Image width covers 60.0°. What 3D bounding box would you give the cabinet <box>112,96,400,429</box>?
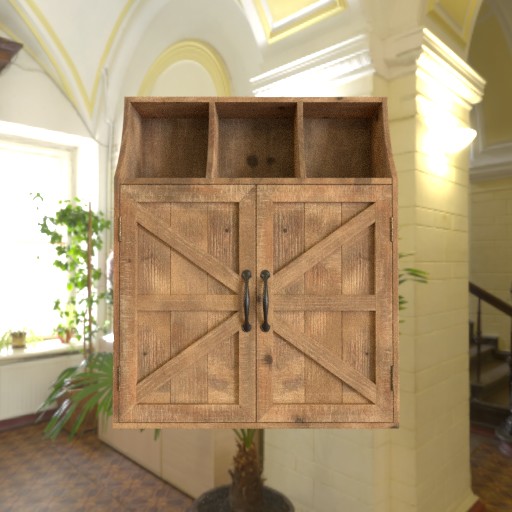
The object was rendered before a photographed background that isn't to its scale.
[{"bbox_3d":[0.000,0.000,0.829,0.489,0.590,0.184,0,-1,0],"label":"cabinet"}]
